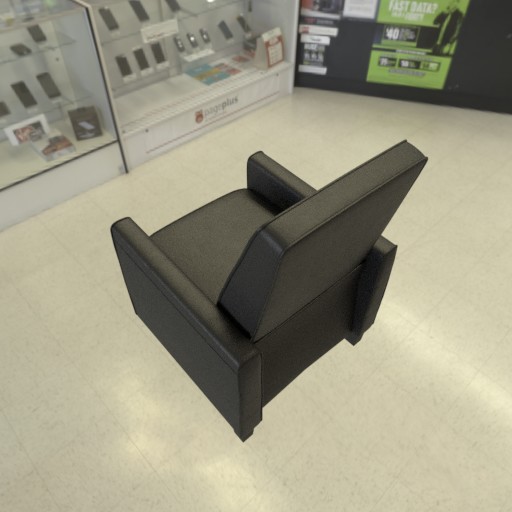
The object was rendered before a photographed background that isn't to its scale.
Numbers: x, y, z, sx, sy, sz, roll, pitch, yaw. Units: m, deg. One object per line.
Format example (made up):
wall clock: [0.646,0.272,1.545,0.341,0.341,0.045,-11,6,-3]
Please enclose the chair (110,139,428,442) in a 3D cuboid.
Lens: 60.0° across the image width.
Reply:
chair: [0.000,0.000,1.526,0.705,1.013,0.746,-32,54,-27]
